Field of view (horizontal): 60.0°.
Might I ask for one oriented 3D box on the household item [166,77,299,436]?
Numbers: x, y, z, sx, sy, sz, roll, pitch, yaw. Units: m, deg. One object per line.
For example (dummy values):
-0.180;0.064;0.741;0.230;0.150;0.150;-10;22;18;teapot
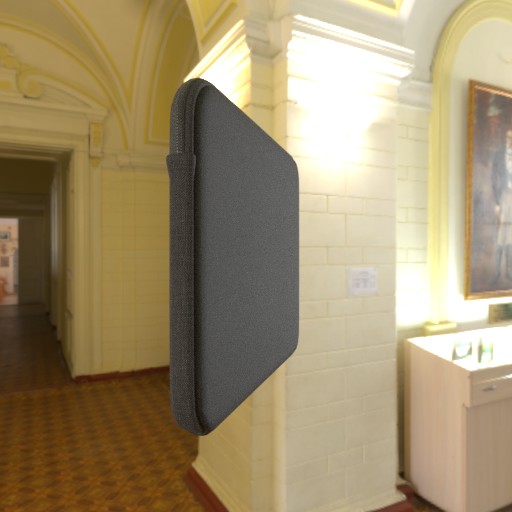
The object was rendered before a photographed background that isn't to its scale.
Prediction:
0.000;0.000;0.529;0.030;0.305;0.396;0;0;18;household item
